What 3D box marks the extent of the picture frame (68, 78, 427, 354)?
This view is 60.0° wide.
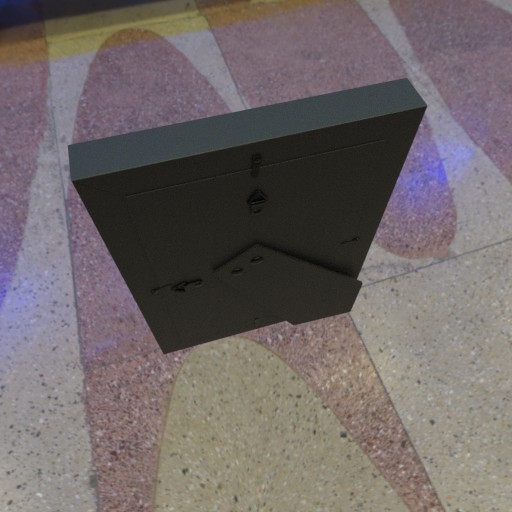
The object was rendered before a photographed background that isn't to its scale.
[{"bbox_3d":[0.000,0.000,0.280,0.157,0.208,0.028,-14,60,-8],"label":"picture frame"}]
